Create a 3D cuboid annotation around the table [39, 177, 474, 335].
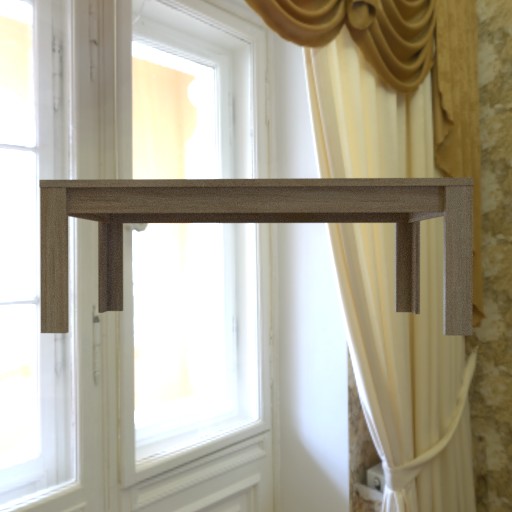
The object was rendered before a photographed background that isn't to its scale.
[{"bbox_3d":[0.000,0.000,2.696,2.200,0.790,0.900,0,0,2],"label":"table"}]
